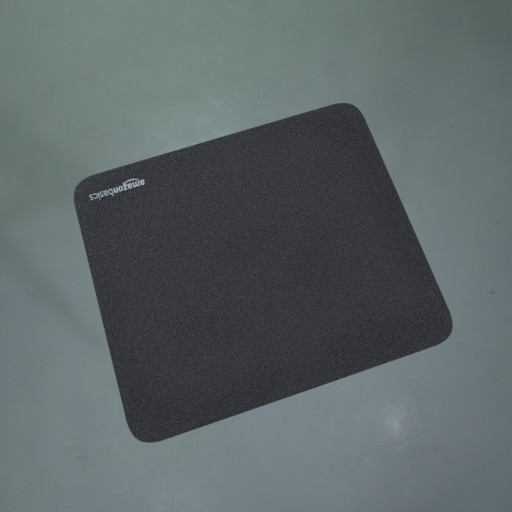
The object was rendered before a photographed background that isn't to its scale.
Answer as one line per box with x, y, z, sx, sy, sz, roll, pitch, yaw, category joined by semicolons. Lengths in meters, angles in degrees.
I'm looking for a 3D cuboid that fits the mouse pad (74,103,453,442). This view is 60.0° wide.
0.000;0.000;0.434;0.315;0.002;0.269;-18;76;-5;mouse pad
